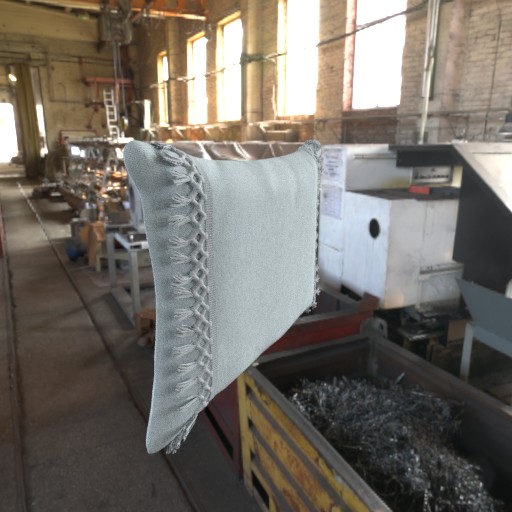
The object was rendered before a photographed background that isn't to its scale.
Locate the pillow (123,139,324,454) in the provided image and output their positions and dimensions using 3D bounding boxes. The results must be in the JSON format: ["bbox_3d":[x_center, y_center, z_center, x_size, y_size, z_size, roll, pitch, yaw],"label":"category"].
[{"bbox_3d":[0.000,0.000,0.595,0.084,0.305,0.466,7,16,26],"label":"pillow"}]
